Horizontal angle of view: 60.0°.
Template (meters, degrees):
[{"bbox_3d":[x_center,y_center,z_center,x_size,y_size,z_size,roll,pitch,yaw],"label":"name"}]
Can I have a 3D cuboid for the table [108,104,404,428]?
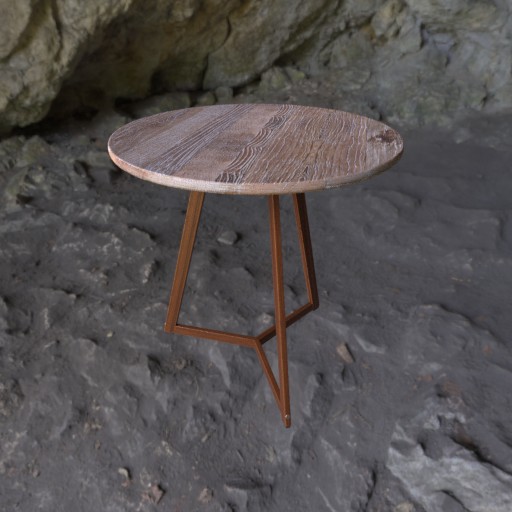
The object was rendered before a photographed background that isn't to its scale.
[{"bbox_3d":[0.000,0.000,0.902,0.500,0.500,0.500,0,30,0],"label":"table"}]
